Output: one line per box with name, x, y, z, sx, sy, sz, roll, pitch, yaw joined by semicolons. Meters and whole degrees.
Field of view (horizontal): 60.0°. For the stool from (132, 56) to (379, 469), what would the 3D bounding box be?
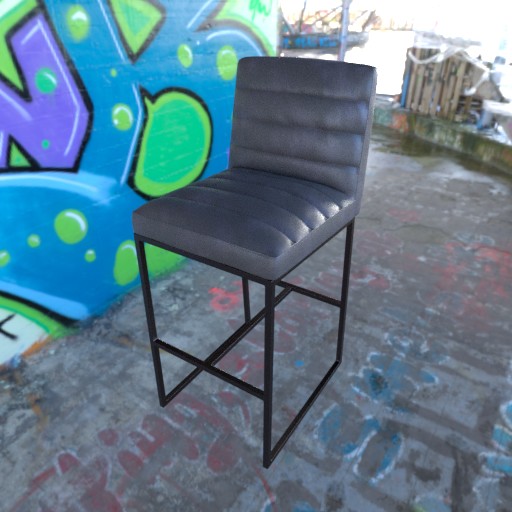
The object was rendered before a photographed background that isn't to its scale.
stool;0.000;0.000;1.349;0.463;1.065;0.562;18;34;28
